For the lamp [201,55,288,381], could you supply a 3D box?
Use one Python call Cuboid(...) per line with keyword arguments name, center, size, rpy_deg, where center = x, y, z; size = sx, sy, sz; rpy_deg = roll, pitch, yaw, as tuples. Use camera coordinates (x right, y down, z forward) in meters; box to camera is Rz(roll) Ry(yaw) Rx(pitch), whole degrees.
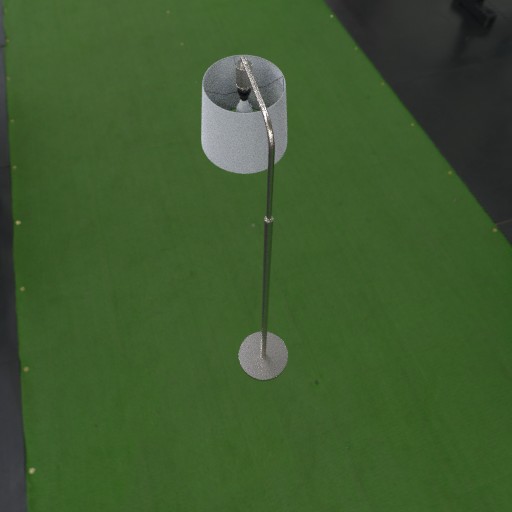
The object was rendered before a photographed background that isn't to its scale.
Cuboid(name="lamp", center=(0.000, 0.000, 1.641), size=(0.254, 1.478, 0.508), rpy_deg=(-14, 59, -8))
